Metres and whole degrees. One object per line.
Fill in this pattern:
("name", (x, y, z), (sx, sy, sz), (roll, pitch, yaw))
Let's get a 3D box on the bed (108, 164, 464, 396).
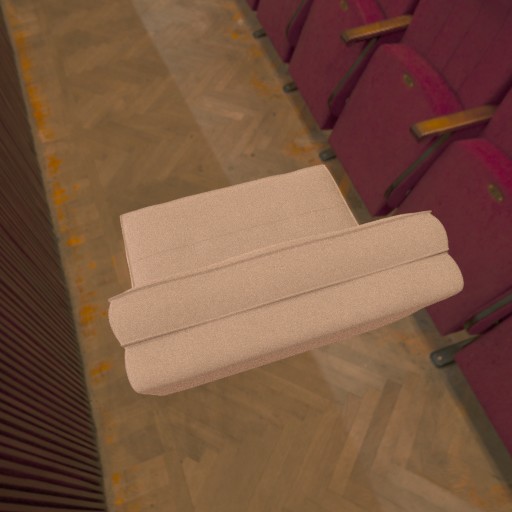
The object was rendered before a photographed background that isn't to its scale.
("bed", (0.000, 0.000, 1.339), (0.799, 0.614, 0.749), (-15, 60, -9))
